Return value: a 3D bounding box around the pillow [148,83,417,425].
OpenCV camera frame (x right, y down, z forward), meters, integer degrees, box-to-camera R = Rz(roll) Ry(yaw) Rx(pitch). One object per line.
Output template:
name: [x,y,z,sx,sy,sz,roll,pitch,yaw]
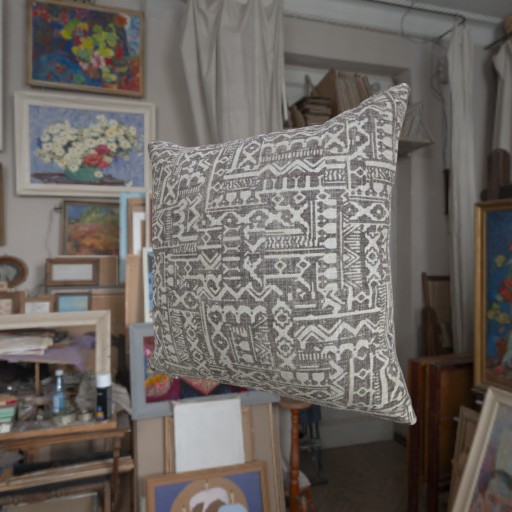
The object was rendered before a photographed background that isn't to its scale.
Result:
pillow: [0.000,0.000,0.772,0.546,0.487,0.180,0,0,35]
